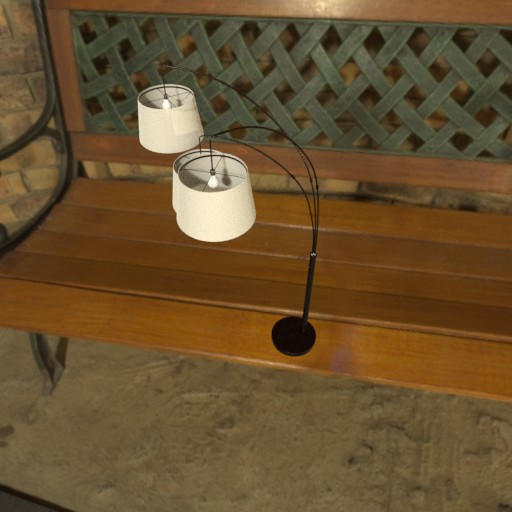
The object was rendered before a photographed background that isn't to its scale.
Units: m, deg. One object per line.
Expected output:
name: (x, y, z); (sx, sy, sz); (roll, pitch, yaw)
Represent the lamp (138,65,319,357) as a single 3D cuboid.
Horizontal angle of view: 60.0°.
lamp: (0.000, 0.000, 2.466); (0.924, 1.950, 0.951); (-16, 47, -15)
